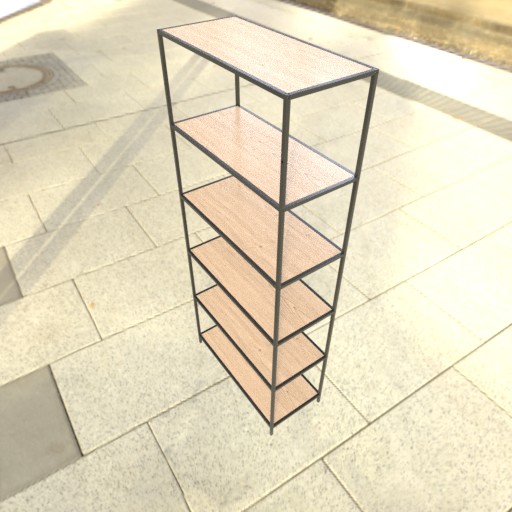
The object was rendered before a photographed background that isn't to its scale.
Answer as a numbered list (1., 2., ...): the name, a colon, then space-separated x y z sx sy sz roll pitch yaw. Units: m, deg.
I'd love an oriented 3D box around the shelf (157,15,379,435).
1. shelf: 0.000 0.000 2.084 0.350 1.850 0.770 -25 47 -26
